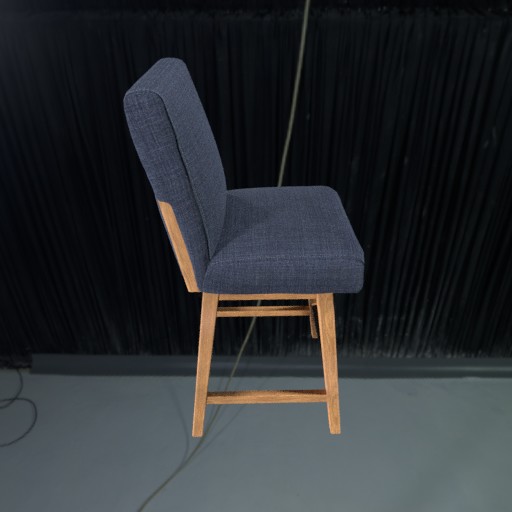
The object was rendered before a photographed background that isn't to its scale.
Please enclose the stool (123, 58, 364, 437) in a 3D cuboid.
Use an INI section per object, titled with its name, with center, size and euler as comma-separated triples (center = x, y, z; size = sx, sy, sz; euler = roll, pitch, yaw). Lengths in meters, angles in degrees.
[stool]
center = 0.000, 0.000, 1.281
size = 0.526, 1.010, 0.459
euler = -1, 32, -1
